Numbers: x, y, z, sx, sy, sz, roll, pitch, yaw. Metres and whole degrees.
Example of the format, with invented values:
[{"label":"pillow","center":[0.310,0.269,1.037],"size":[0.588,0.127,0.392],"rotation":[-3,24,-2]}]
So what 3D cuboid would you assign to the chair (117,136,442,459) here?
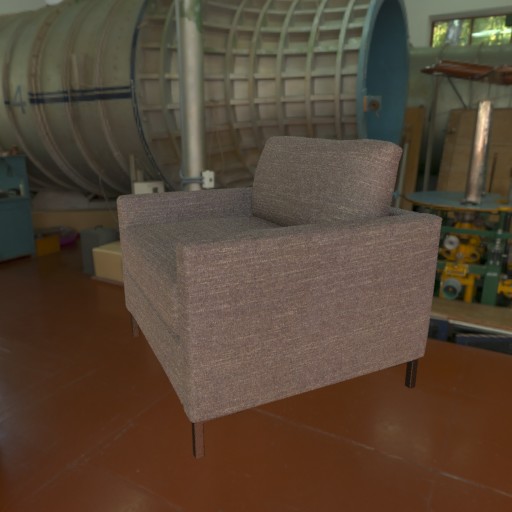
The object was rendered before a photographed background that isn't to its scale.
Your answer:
[{"label":"chair","center":[0.000,0.000,1.622],"size":[0.845,0.841,0.940],"rotation":[-8,17,-25]}]
